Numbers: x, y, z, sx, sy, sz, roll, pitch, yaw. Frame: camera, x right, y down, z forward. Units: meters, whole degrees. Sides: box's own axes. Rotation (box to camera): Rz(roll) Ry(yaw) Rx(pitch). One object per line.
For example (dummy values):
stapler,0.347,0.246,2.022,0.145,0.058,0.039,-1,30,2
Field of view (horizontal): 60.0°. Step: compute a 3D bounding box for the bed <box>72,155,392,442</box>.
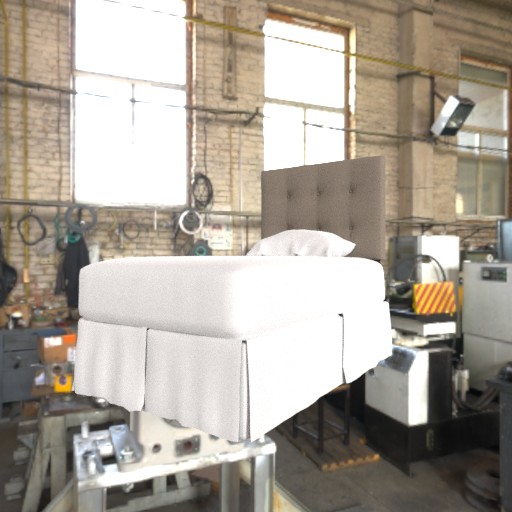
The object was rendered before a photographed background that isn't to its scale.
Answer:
bed,0.000,0.000,2.981,1.261,1.571,1.997,0,0,34
